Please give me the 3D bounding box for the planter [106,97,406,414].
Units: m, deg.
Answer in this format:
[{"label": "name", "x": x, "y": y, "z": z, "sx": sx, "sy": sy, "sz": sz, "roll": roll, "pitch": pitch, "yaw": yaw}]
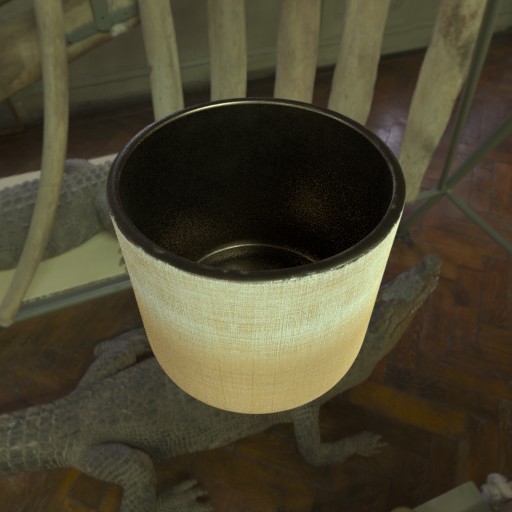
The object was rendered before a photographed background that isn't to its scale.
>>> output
[{"label": "planter", "x": 0.000, "y": 0.000, "z": 0.456, "sx": 0.254, "sy": 0.221, "sz": 0.254, "roll": 0, "pitch": 47, "yaw": 0}]
